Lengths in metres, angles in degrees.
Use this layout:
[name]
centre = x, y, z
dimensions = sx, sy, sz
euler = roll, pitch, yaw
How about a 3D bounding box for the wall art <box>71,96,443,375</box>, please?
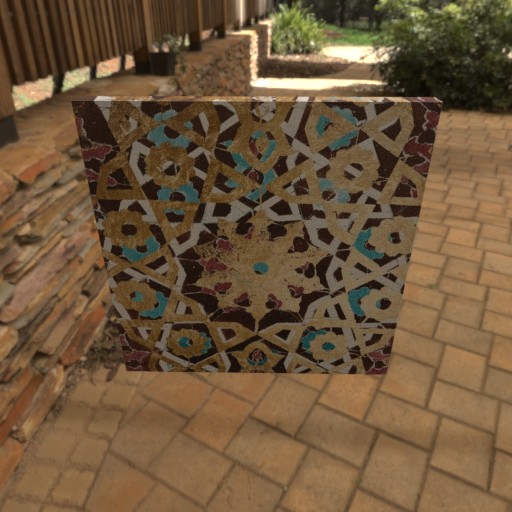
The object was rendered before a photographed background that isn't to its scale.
[wall art]
centre = 0.000, 0.000, 0.899
dimensions = 0.609, 0.613, 0.041
euler = 1, 31, 1
